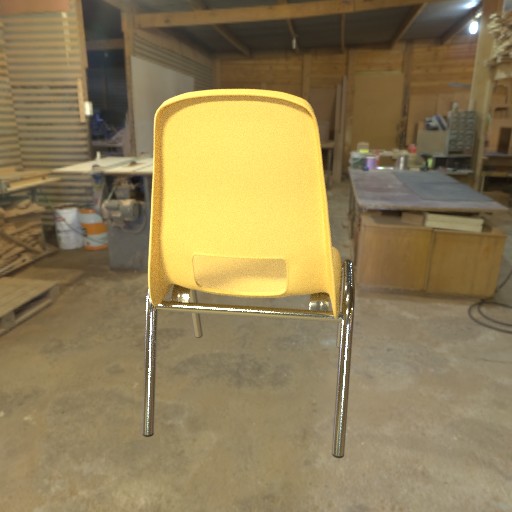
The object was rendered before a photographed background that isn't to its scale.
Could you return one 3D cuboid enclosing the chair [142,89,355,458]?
[{"bbox_3d":[0.000,0.000,0.789,0.354,0.536,0.385,3,18,8],"label":"chair"}]
